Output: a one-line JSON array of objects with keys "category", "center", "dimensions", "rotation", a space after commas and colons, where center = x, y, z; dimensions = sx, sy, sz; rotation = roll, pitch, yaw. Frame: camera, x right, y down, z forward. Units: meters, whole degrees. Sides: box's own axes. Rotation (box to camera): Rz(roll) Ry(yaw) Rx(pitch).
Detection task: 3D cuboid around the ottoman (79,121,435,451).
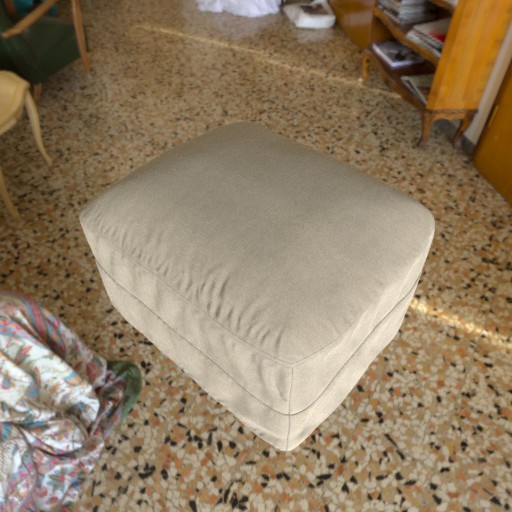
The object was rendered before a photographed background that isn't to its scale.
[{"category": "ottoman", "center": [0.000, 0.000, 1.128], "dimensions": [0.712, 0.480, 0.584], "rotation": [33, 55, 28]}]
